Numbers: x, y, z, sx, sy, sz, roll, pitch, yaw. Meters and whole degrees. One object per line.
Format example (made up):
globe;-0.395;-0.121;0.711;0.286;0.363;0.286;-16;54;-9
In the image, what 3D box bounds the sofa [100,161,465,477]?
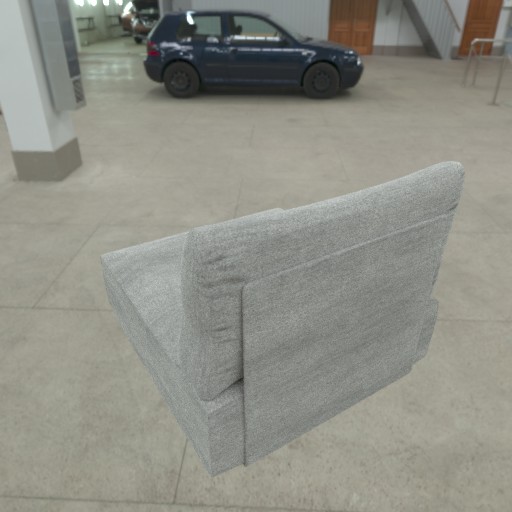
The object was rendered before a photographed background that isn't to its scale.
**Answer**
sofa;0.000;0.000;1.670;0.930;0.820;1.000;-18;34;-28
